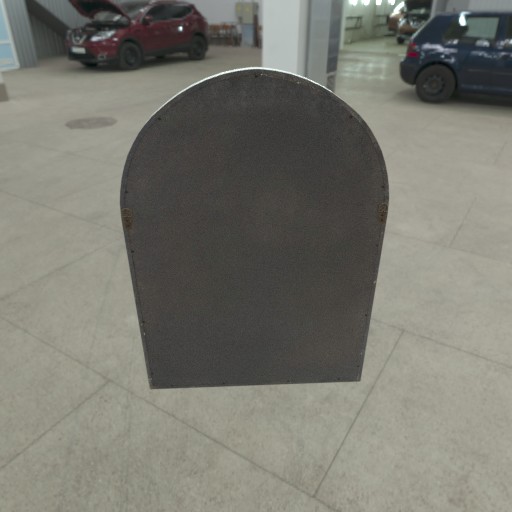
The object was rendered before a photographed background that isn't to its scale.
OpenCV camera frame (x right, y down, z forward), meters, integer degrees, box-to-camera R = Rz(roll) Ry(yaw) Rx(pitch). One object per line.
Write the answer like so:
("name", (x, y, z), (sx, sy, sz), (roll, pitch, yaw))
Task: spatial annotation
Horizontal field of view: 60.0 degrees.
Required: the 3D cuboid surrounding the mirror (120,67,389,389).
("mirror", (0.000, 0.000, 1.169), (0.660, 0.920, 0.032), (-1, 30, -2))
